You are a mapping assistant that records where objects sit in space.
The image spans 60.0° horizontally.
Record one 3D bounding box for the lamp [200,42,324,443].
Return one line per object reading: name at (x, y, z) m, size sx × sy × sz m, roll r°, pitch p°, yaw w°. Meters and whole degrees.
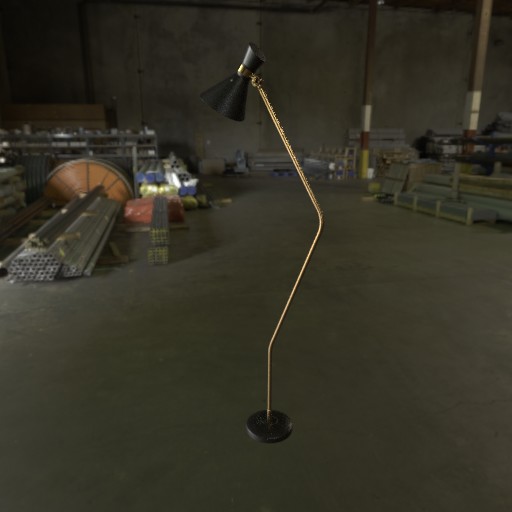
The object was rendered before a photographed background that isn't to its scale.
lamp at (0.000, 0.000, 1.609) m, size 0.277 × 1.438 × 0.467 m, roll -7°, pitch 17°, yaw -25°
